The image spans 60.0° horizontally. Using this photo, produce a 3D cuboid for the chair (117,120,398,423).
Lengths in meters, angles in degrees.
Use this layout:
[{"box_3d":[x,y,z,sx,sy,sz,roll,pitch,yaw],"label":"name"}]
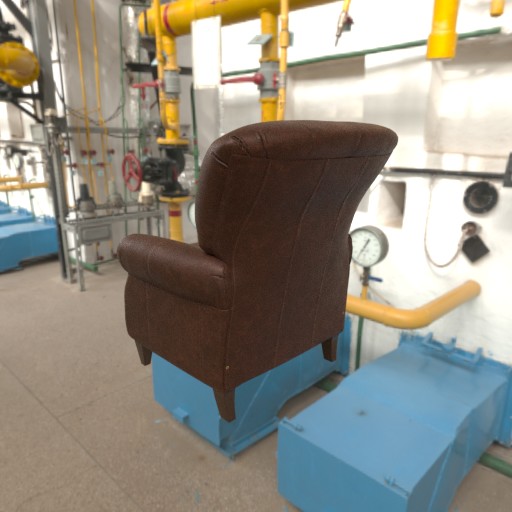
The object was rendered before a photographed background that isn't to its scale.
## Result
[{"box_3d":[0.000,0.000,2.014,0.979,1.162,1.031,-15,21,-43],"label":"chair"}]
